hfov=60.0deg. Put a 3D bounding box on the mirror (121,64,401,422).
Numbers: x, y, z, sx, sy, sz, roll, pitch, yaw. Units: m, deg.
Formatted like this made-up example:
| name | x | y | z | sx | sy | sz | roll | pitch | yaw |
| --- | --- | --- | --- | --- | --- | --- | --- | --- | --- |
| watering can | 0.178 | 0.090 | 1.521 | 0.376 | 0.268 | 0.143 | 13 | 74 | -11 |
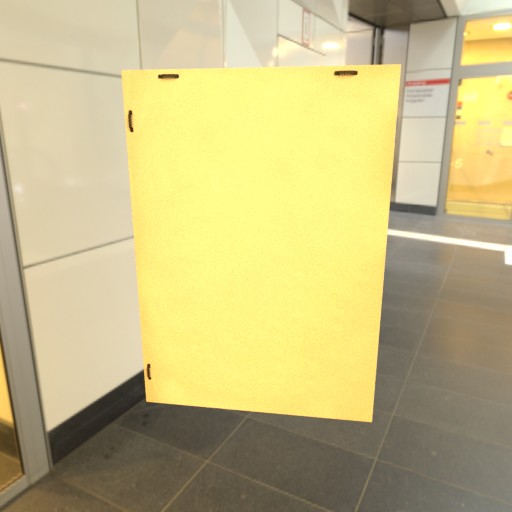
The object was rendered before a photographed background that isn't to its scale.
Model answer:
| name | x | y | z | sx | sy | sz | roll | pitch | yaw |
| --- | --- | --- | --- | --- | --- | --- | --- | --- | --- |
| mirror | 0.000 | 0.000 | 0.904 | 0.507 | 0.710 | 0.040 | 2 | 16 | 8 |
